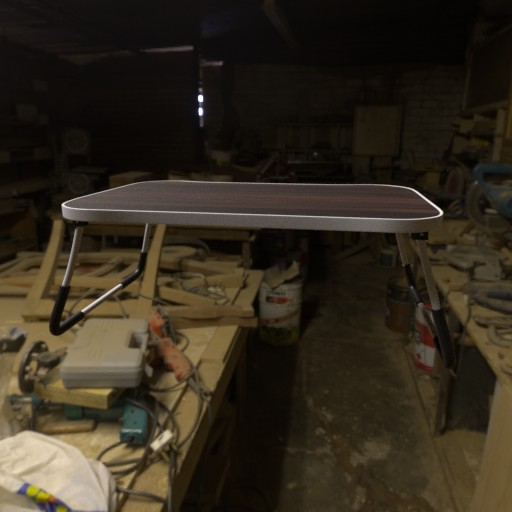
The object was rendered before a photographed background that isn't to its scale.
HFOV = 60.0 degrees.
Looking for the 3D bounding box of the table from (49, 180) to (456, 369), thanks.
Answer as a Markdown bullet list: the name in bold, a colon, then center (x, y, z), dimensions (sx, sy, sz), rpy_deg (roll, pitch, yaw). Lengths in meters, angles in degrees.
- **table**: center (0.000, 0.000, 0.839), dimensions (0.660, 0.232, 0.400), rpy_deg (3, 16, 10)
